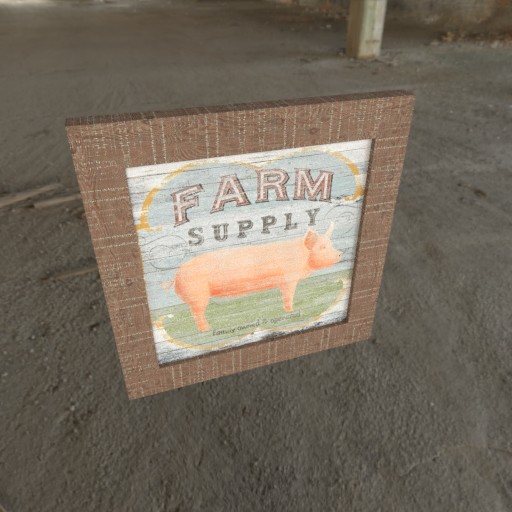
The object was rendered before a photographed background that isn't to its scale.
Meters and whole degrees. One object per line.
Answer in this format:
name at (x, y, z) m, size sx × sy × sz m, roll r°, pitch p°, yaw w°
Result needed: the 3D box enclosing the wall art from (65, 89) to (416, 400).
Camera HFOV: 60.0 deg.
wall art at (0.000, 0.000, 0.801) m, size 0.531 × 0.531 × 0.040 m, roll -11°, pitch 34°, yaw -16°
